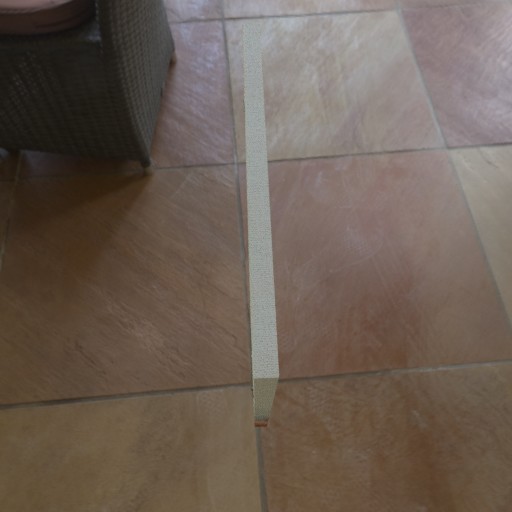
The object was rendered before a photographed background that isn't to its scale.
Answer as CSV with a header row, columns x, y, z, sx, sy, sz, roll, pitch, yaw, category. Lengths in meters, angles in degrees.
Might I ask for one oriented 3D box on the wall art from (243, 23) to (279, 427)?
x,y,z,sx,sy,sz,roll,pitch,yaw,category
0.000,0.000,0.609,0.023,0.405,0.405,-2,64,-1,wall art
